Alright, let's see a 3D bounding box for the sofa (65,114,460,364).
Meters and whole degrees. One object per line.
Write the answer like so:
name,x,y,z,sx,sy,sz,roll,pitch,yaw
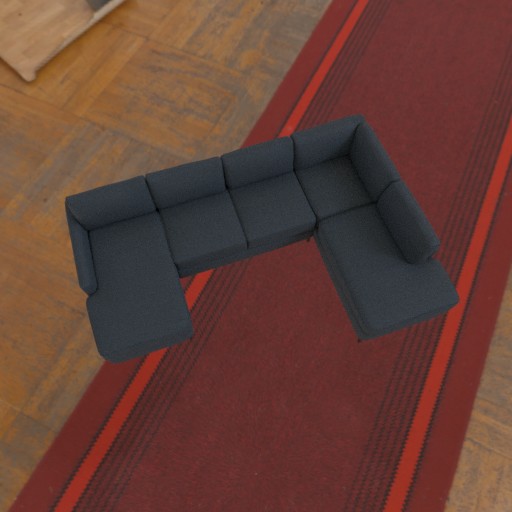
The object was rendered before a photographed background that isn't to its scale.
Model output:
sofa,0.000,0.000,3.912,2.975,0.858,1.984,-17,65,-8
